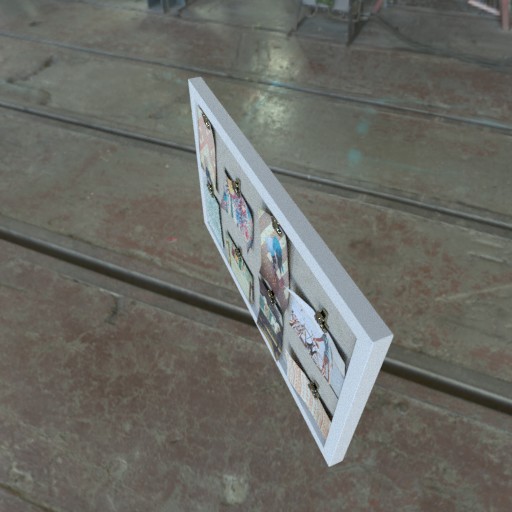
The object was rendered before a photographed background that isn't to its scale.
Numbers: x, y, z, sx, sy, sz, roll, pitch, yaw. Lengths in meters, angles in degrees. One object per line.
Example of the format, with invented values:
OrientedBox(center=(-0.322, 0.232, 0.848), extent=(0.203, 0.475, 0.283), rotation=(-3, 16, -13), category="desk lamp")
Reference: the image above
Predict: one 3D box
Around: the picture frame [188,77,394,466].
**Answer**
OrientedBox(center=(0.000, 0.000, 0.798), extent=(0.044, 0.379, 0.647), rotation=(-17, 49, -15), category="picture frame")
